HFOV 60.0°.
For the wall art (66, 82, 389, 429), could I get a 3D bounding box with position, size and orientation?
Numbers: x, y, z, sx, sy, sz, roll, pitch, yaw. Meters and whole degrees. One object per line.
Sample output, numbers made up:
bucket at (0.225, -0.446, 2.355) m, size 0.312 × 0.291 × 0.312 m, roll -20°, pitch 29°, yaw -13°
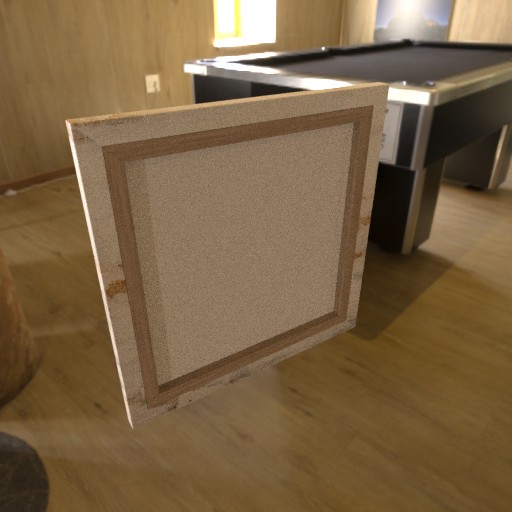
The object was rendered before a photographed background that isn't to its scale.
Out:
wall art at (0.000, 0.000, 1.110) m, size 0.753 × 0.755 × 0.038 m, roll -18°, pitch 34°, yaw -28°
